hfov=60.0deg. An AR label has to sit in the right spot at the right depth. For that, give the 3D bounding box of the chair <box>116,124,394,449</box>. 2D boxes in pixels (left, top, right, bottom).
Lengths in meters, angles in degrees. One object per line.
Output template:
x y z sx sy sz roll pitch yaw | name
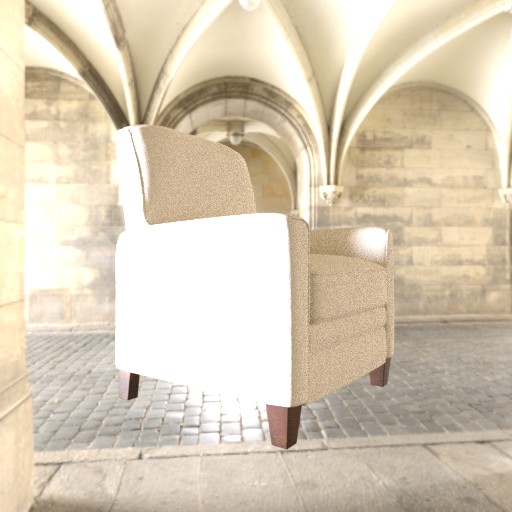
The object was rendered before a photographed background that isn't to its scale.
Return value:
0.000 0.000 1.697 0.858 1.028 0.841 0 0 36 | chair
